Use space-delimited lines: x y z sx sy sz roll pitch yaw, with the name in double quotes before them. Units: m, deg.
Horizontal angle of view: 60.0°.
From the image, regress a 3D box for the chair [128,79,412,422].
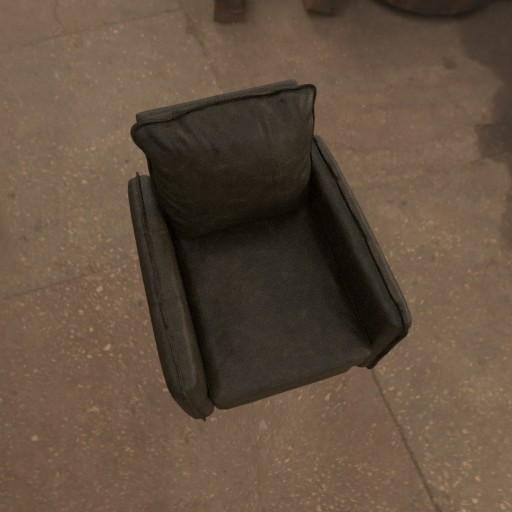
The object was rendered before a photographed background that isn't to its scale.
"chair" 0.000 0.000 1.627 0.830 0.921 0.921 -15 64 -8
